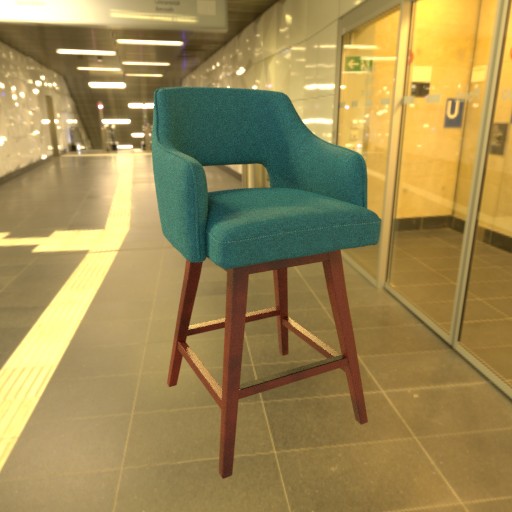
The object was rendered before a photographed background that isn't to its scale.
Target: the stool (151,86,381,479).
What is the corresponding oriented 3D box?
[{"bbox_3d":[0.000,0.000,1.307,0.548,0.961,0.556,-9,19,-26],"label":"stool"}]
